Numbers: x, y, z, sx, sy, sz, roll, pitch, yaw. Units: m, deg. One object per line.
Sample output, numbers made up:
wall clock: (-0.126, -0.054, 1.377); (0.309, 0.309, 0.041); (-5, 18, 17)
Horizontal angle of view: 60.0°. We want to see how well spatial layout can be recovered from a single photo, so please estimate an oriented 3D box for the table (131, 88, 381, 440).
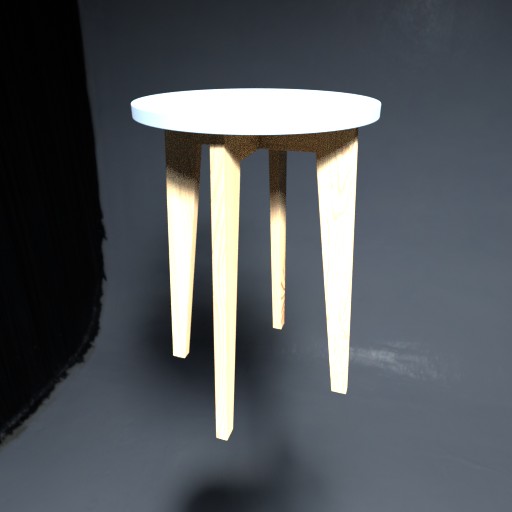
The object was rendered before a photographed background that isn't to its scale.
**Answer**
table: (0.000, 0.000, 0.748); (0.350, 0.500, 0.350); (0, 26, 0)
